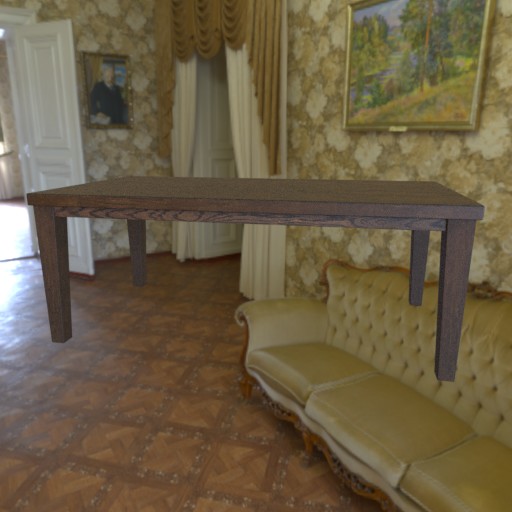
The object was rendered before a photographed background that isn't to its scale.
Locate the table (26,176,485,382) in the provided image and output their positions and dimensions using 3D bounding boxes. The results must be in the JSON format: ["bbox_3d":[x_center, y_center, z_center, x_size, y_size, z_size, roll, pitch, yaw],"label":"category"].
[{"bbox_3d":[0.000,0.000,2.450,1.981,0.762,1.016,3,15,11],"label":"table"}]
